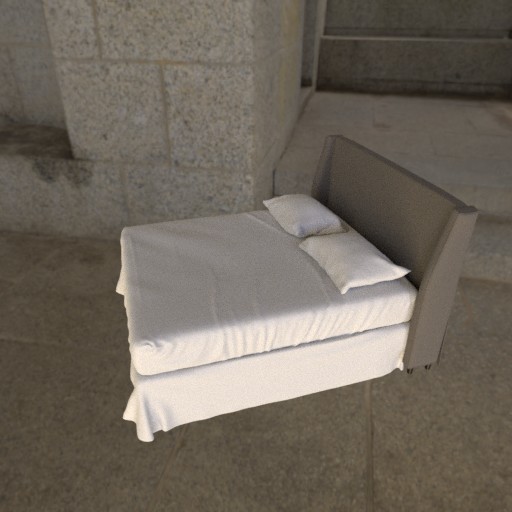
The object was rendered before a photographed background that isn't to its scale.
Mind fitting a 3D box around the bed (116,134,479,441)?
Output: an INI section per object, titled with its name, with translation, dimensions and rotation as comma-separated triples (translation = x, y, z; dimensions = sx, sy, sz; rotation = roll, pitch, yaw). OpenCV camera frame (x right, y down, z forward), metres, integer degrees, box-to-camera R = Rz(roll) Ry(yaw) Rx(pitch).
[bed]
translation = 0.000, 0.000, 3.493
dimensions = 2.276, 1.332, 1.925
rotation = -9, 31, -15
